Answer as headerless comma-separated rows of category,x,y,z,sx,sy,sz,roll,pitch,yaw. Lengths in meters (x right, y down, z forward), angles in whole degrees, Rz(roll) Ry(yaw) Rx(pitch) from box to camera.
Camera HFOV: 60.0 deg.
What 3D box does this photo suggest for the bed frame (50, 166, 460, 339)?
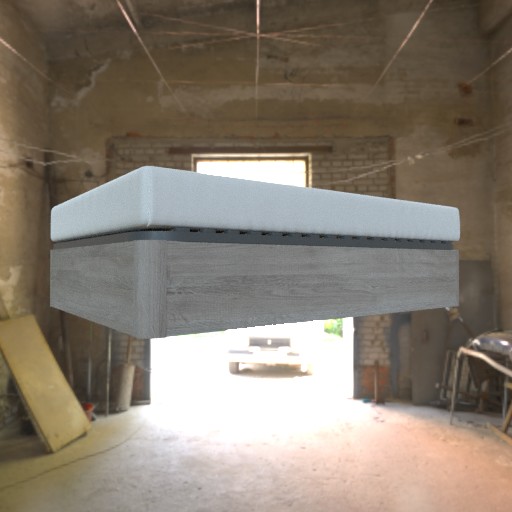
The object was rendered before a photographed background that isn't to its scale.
bed frame,0.000,0.000,2.510,1.900,0.561,1.400,1,-1,-36
